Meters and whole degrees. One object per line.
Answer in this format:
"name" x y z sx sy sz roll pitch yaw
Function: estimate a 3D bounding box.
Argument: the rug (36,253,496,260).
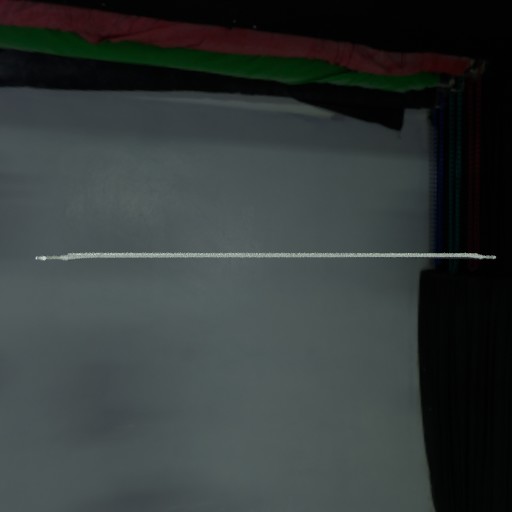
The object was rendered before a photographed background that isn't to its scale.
"rug" 0.000 0.000 2.792 2.307 0.031 1.494 0 0 -19
